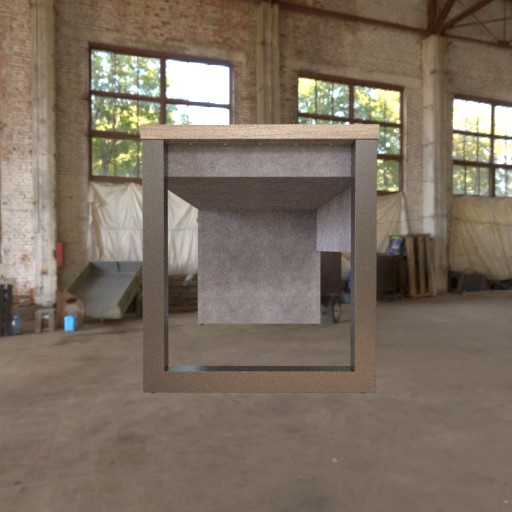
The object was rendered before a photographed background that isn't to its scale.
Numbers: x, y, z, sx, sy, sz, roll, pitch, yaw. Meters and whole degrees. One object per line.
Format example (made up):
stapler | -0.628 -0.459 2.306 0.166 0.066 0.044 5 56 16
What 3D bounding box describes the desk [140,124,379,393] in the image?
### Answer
desk | 0.000 0.000 2.086 0.690 0.760 1.700 0 1 0
